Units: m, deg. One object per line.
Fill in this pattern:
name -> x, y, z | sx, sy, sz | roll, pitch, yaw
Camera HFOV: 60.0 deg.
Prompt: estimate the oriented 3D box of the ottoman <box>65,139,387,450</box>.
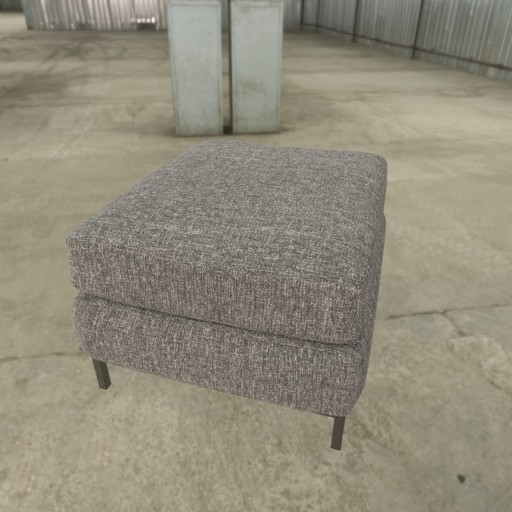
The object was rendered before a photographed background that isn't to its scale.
ottoman -> 0.000, 0.000, 1.242 | 0.683, 0.480, 0.828 | 9, 32, 15
